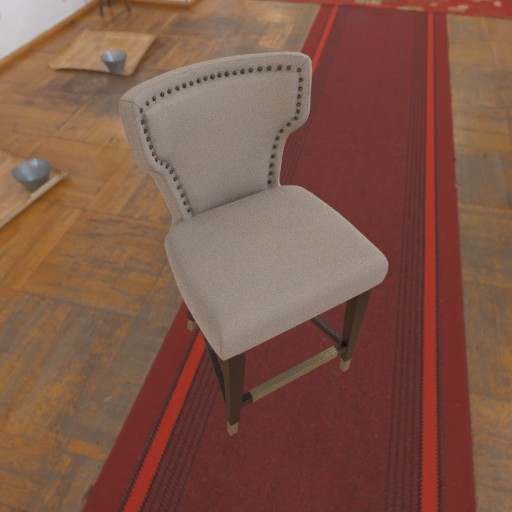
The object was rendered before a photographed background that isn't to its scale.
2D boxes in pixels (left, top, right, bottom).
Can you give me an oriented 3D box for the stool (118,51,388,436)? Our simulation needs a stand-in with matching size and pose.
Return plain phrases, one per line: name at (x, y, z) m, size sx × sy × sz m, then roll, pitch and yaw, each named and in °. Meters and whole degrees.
stool at (0.000, 0.000, 1.326) m, size 0.527 × 0.982 × 0.563 m, roll -23°, pitch 50°, yaw -20°
